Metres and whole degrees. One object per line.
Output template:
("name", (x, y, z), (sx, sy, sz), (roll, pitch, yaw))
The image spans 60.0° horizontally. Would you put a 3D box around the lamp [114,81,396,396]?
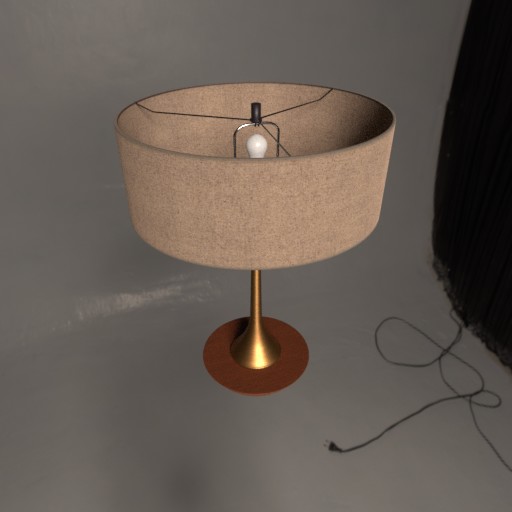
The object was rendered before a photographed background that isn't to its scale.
("lamp", (0.000, 0.000, 0.820), (0.417, 0.551, 0.396), (-10, 35, -14))
